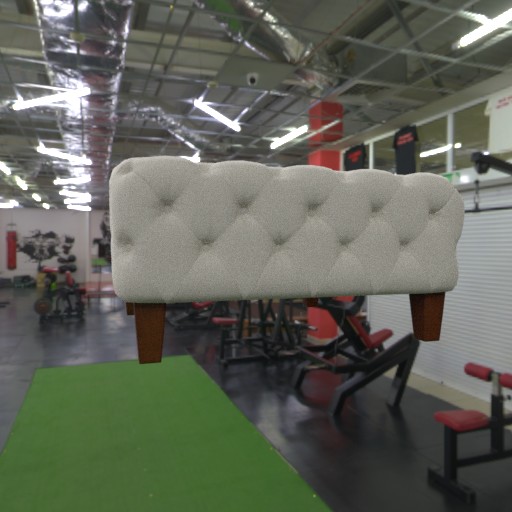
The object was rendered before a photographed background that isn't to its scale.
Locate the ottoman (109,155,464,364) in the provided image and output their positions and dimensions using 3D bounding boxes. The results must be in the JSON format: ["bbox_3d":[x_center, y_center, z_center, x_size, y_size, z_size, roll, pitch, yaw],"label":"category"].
[{"bbox_3d":[0.000,0.000,1.203,0.755,0.376,0.753,0,1,-18],"label":"ottoman"}]
